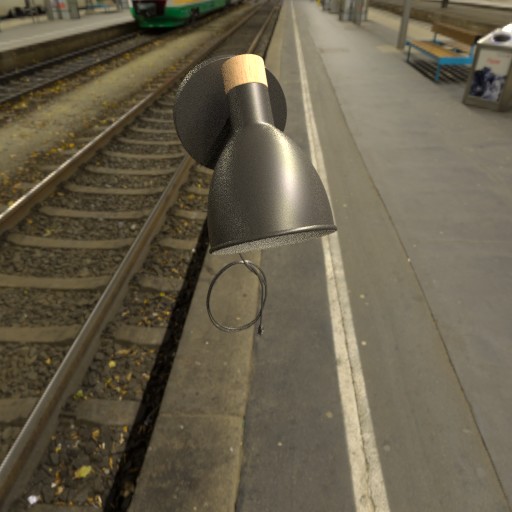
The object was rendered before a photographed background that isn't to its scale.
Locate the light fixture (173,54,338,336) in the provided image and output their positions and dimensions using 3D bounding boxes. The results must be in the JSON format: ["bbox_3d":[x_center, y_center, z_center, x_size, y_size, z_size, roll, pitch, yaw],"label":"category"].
[{"bbox_3d":[0.000,0.000,0.489,0.127,0.401,0.203,-9,33,-15],"label":"light fixture"}]
